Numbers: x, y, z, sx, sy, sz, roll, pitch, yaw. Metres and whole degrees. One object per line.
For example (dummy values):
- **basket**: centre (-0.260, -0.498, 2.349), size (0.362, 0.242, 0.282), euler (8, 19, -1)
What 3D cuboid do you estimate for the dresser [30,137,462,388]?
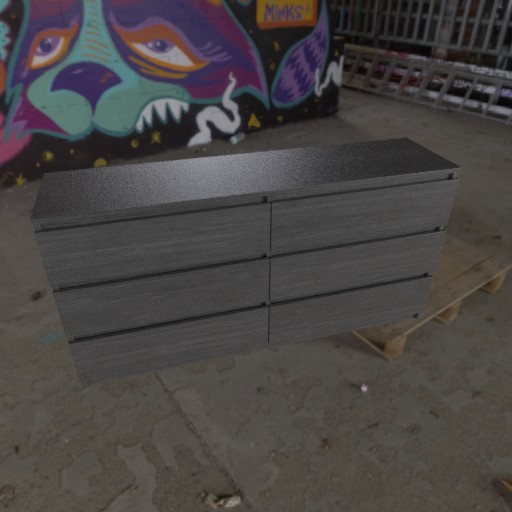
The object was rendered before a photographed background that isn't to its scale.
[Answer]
- **dresser**: centre (0.000, 0.000, 1.949), size (1.590, 0.795, 0.400), euler (-9, 34, -14)
